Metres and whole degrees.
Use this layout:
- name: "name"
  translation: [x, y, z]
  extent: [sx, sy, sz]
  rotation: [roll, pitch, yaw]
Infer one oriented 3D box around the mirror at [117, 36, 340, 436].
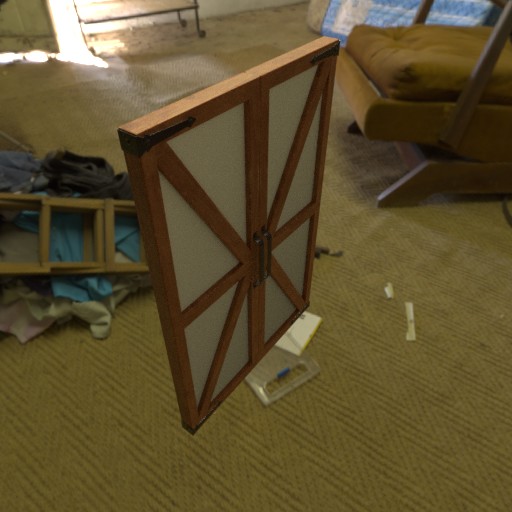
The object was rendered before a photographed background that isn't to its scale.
- name: "mirror"
  translation: [0.000, 0.000, 0.953]
  extent: [0.053, 0.761, 0.517]
  rotation: [26, 48, 27]
